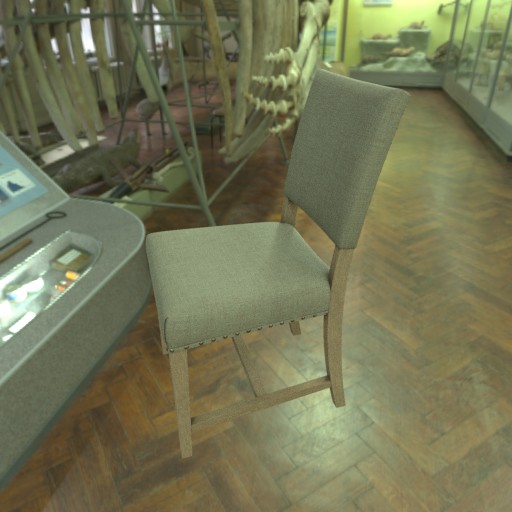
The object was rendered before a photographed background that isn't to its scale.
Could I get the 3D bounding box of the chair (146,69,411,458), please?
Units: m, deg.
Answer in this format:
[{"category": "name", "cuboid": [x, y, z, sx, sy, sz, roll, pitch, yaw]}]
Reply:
[{"category": "chair", "cuboid": [0.000, 0.000, 1.335, 0.622, 0.986, 0.508, -8, 30, -15]}]
